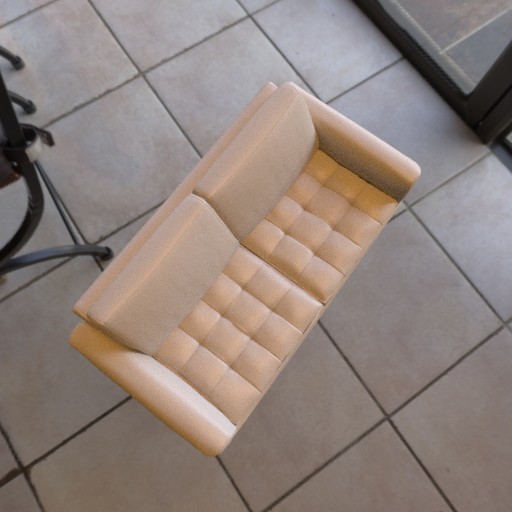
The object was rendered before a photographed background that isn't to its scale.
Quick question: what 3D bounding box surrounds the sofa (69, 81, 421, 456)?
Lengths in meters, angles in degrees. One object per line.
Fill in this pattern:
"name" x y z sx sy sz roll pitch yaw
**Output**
"sofa" 0.000 0.000 2.779 1.121 0.930 2.177 36 78 9
